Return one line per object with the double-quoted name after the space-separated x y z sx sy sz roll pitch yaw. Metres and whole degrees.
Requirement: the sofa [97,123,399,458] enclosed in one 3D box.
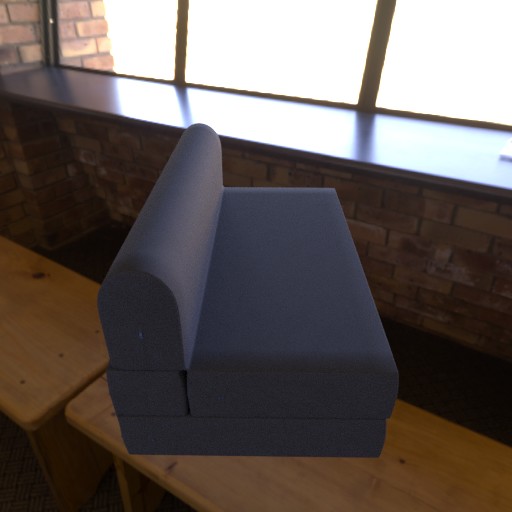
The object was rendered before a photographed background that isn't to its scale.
0.000 0.000 1.644 0.762 0.660 1.219 0 32 1 "sofa"
